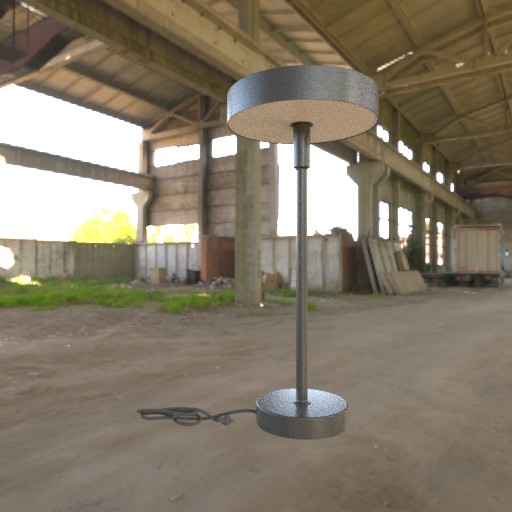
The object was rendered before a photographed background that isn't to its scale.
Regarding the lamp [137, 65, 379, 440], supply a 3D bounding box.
[{"bbox_3d":[0.000,0.000,0.682,0.369,0.508,0.229,0,0,0],"label":"lamp"}]
